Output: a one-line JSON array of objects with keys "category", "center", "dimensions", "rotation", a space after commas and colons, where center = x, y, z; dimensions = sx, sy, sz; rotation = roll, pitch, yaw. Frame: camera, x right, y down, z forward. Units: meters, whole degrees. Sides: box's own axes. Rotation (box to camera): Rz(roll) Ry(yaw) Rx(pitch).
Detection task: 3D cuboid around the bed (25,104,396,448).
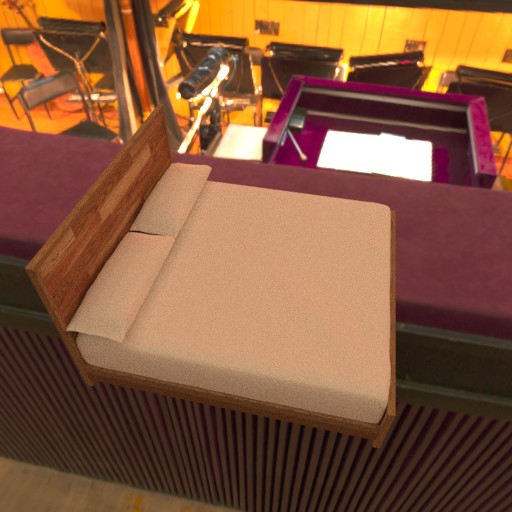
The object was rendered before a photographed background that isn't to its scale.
[{"category": "bed", "center": [0.000, 0.000, 3.443], "dimensions": [2.184, 1.295, 2.013], "rotation": [9, 46, 9]}]
